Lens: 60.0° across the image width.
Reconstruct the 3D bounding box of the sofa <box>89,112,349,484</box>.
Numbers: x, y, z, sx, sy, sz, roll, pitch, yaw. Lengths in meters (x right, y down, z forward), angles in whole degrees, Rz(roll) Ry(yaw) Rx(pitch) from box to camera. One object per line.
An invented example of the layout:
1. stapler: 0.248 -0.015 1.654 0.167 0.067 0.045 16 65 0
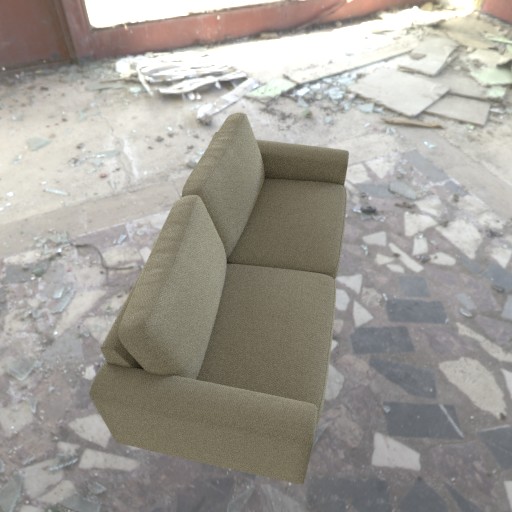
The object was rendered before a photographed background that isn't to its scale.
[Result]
1. sofa: 0.000 0.000 2.660 1.016 0.873 2.179 9 46 8
